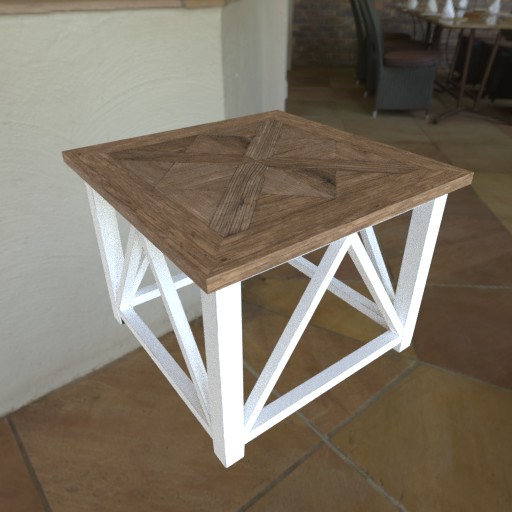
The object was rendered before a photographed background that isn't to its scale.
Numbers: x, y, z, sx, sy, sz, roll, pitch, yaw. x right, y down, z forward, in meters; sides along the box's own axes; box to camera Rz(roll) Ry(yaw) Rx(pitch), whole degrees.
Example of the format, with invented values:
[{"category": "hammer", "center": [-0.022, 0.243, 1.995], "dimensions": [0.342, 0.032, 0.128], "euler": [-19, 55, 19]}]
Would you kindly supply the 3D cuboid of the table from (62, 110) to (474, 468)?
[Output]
[{"category": "table", "center": [0.000, 0.000, 1.195], "dimensions": [0.700, 0.532, 0.700], "euler": [-22, 38, -30]}]
